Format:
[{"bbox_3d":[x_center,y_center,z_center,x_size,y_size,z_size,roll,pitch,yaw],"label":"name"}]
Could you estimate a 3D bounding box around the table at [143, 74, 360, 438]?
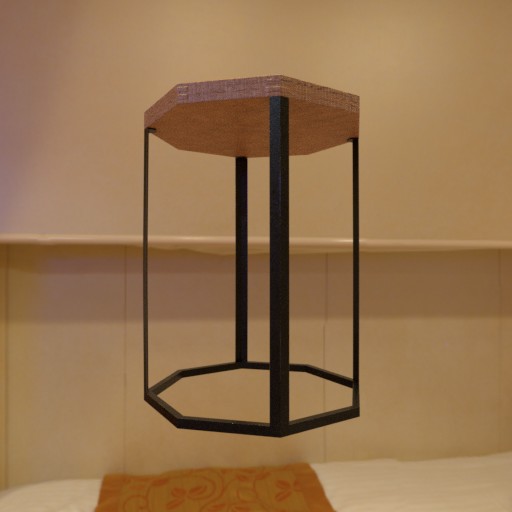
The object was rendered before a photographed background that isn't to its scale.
[{"bbox_3d":[0.000,0.000,0.889,0.437,0.553,0.437,0,0,35],"label":"table"}]
